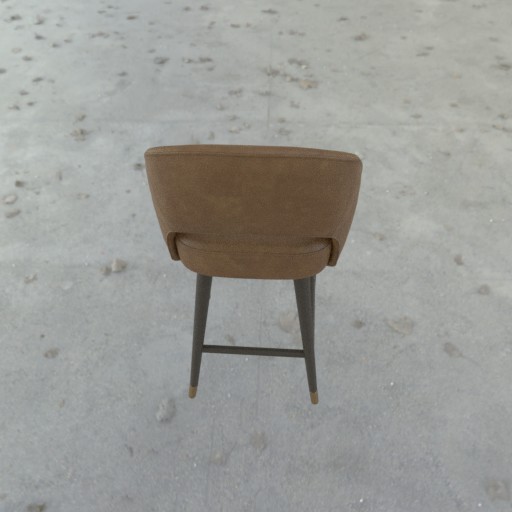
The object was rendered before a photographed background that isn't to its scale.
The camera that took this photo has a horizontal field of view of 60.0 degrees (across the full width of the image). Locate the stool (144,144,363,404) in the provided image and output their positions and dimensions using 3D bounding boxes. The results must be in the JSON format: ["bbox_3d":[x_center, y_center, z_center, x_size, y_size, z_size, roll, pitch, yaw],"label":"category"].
[{"bbox_3d":[0.000,0.000,1.295,0.494,1.037,0.509,2,46,2],"label":"stool"}]
